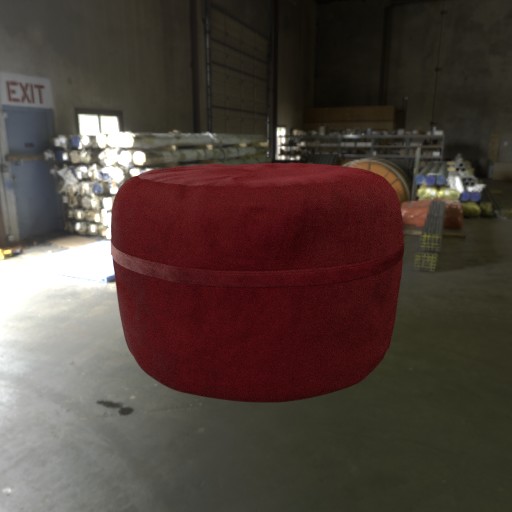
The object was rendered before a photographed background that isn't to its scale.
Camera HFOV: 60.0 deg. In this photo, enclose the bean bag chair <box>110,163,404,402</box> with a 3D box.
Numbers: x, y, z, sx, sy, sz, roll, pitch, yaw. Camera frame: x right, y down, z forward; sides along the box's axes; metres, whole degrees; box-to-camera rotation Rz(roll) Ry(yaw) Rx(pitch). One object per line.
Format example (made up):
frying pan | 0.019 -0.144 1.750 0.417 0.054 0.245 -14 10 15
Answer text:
bean bag chair | 0.000 0.000 1.930 1.219 0.762 1.219 0 15 0
